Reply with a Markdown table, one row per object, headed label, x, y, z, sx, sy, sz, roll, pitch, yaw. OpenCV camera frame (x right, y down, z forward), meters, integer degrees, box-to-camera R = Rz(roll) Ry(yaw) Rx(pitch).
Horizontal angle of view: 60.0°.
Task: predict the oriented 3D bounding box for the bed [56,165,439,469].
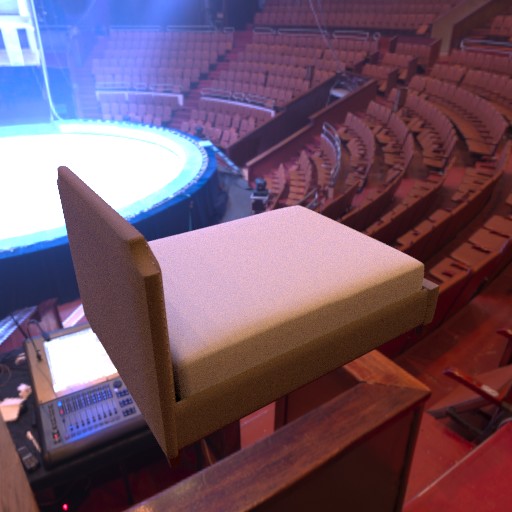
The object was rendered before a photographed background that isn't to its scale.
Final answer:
| label | x | y | z | sx | sy | sz | roll | pitch | yaw |
| --- | --- | --- | --- | --- | --- | --- | --- | --- | --- |
| bed | 0.000 | 0.000 | 3.389 | 2.372 | 1.443 | 1.713 | -17 | 32 | -30 |
